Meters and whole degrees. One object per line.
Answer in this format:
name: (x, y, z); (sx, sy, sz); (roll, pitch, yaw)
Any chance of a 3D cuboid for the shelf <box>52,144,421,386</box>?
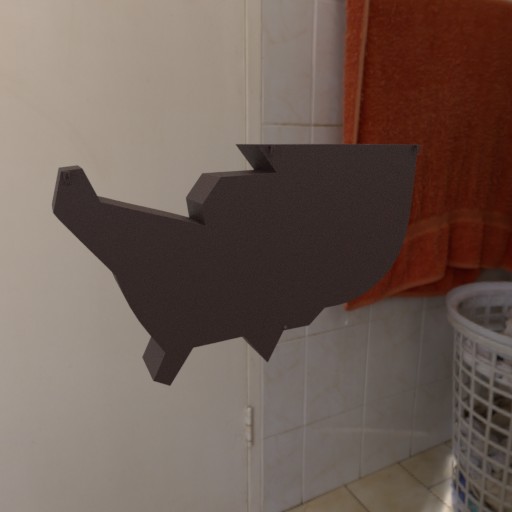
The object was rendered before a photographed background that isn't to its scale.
shelf: (0.000, 0.000, 0.898); (0.729, 0.439, 0.112); (-7, 16, -24)
